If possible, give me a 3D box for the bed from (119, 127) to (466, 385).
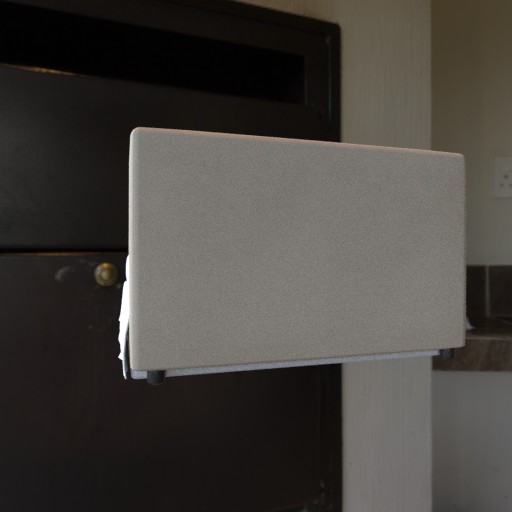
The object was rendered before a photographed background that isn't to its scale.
[{"bbox_3d":[0.000,0.000,3.575,2.119,1.317,2.319,0,0,-17],"label":"bed"}]
